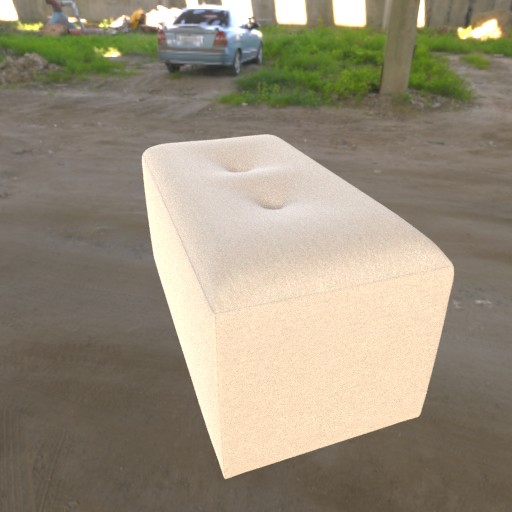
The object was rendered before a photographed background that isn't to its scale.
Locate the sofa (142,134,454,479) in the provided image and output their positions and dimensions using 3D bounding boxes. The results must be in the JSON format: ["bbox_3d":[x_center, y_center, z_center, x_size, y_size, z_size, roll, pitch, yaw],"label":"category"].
[{"bbox_3d":[0.000,0.000,1.203,0.480,0.470,0.930,-10,31,-17],"label":"sofa"}]
